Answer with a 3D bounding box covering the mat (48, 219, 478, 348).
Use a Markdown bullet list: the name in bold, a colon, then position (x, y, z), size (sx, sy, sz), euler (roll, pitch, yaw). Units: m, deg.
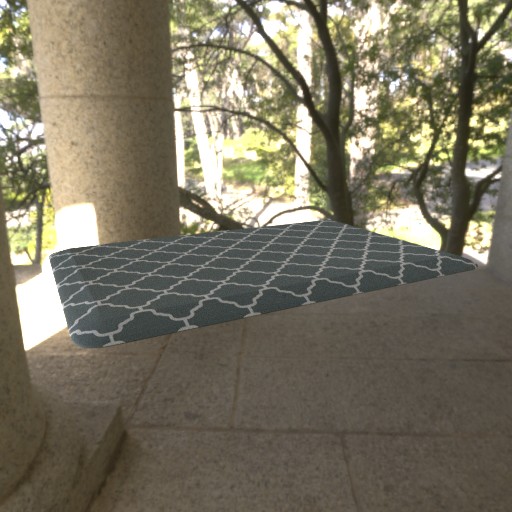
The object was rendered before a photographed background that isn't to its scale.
- **mat**: position (0.000, 0.000, 0.919), size (0.762, 0.021, 0.508), euler (-8, 18, -27)
